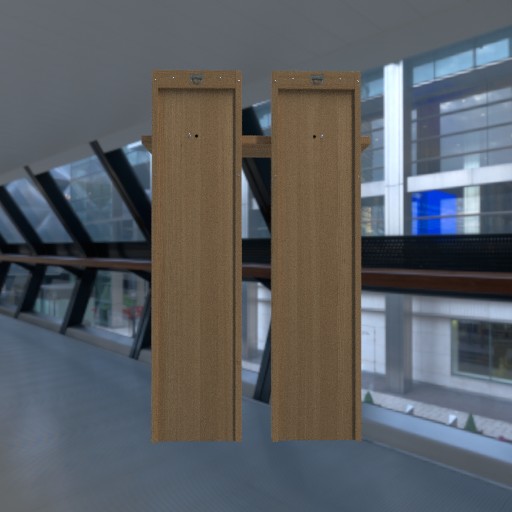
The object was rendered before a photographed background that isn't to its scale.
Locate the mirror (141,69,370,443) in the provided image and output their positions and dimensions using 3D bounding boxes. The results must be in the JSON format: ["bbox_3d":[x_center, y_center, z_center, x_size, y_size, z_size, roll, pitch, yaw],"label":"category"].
[{"bbox_3d":[0.000,0.000,1.620,0.800,1.250,0.260,0,0,-1],"label":"mirror"}]
